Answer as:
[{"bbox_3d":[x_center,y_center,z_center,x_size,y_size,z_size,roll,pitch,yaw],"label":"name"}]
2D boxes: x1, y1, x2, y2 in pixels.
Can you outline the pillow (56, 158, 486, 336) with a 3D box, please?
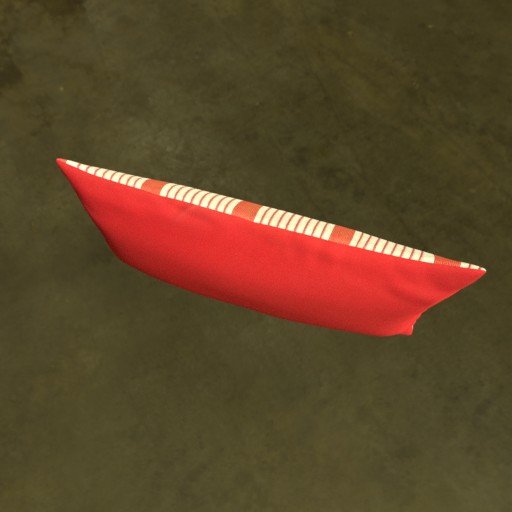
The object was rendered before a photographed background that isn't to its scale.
[{"bbox_3d":[0.000,0.000,0.730,0.608,0.297,0.151,15,65,7],"label":"pillow"}]
